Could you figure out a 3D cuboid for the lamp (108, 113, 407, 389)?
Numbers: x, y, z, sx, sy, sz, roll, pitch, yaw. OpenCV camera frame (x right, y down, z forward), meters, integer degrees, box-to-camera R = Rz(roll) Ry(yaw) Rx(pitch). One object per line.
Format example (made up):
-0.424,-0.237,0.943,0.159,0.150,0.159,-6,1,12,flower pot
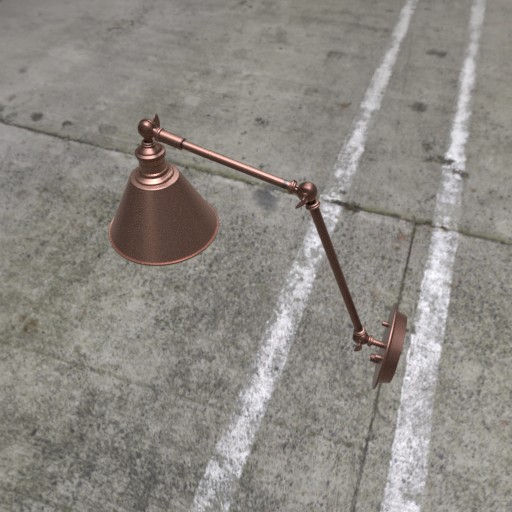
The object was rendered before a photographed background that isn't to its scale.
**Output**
0.000,0.000,0.872,0.624,0.502,0.223,15,48,14,lamp
